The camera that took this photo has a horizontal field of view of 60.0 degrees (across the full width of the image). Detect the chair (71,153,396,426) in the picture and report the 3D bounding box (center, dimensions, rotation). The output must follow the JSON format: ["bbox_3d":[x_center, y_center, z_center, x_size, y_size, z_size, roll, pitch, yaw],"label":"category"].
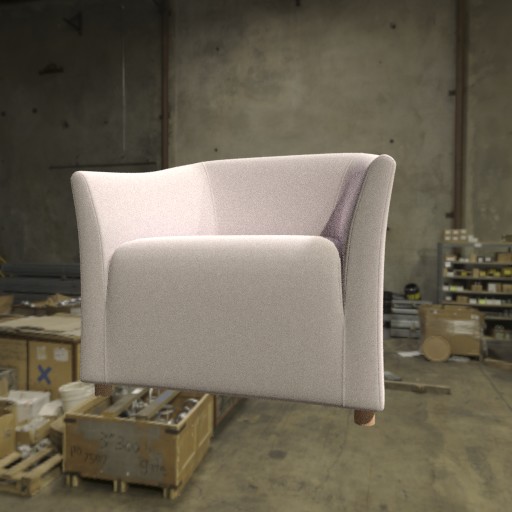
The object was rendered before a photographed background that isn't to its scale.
[{"bbox_3d":[0.000,0.000,1.343,0.790,0.720,0.700,0,1,16],"label":"chair"}]
